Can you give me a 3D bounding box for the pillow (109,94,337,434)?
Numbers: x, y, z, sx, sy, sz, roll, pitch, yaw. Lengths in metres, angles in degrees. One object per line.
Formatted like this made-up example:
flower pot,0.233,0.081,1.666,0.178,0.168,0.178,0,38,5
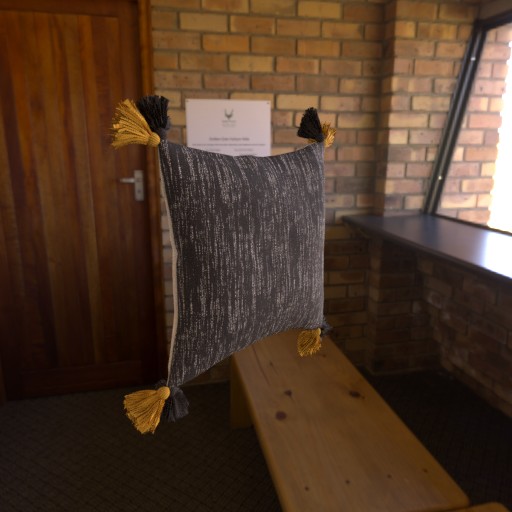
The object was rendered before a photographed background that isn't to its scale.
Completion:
pillow,0.000,0.000,0.979,0.654,0.659,0.139,-13,19,-43
